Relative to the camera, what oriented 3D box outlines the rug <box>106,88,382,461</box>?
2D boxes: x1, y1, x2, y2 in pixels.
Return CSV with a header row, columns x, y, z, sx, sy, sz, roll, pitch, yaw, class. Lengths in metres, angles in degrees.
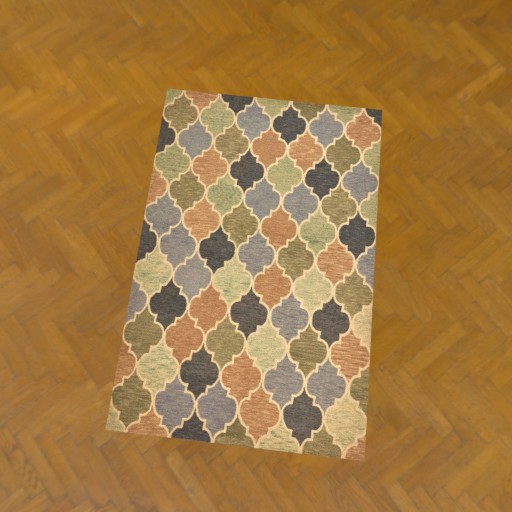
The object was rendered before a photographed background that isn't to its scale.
x,y,z,sx,sy,sz,roll,pitch,yaw,class
0.000,0.000,2.282,1.216,0.006,1.828,6,76,2,rug
